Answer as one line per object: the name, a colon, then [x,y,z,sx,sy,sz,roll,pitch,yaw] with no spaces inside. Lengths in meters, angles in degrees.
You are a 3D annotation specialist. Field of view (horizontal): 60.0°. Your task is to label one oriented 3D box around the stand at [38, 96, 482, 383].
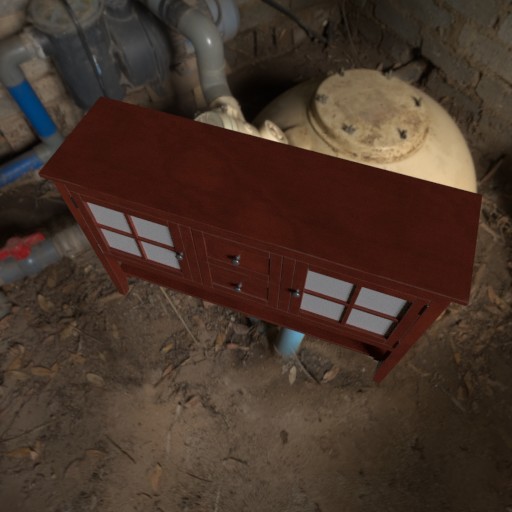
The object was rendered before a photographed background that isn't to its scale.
stand: [0.000,0.000,1.781,1.362,0.872,0.410,17,60,10]
